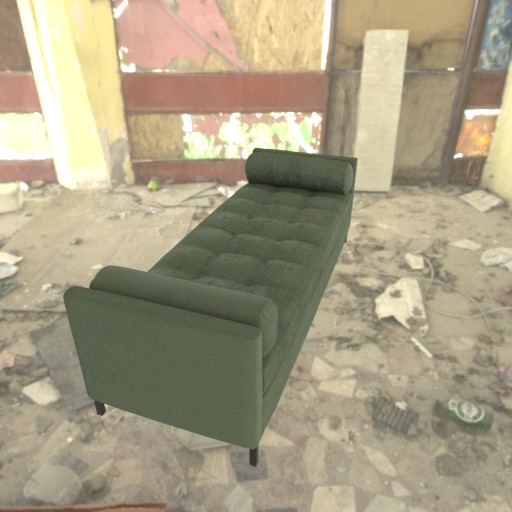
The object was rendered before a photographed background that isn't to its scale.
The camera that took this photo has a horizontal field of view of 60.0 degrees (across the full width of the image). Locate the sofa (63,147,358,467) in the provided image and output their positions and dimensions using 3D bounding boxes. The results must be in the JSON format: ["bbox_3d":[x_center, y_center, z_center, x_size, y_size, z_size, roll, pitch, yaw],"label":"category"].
[{"bbox_3d":[0.000,0.000,2.531,0.817,0.681,2.130,10,31,17],"label":"sofa"}]
